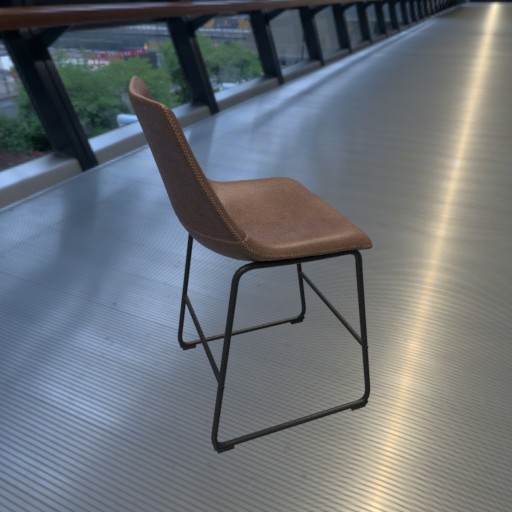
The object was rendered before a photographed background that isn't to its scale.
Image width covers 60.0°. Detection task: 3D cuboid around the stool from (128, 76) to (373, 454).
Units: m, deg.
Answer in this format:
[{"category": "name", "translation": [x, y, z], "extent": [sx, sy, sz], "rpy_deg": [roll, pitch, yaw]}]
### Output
[{"category": "stool", "translation": [0.000, 0.000, 1.201], "extent": [0.550, 0.890, 0.460], "rpy_deg": [-10, 31, -18]}]
